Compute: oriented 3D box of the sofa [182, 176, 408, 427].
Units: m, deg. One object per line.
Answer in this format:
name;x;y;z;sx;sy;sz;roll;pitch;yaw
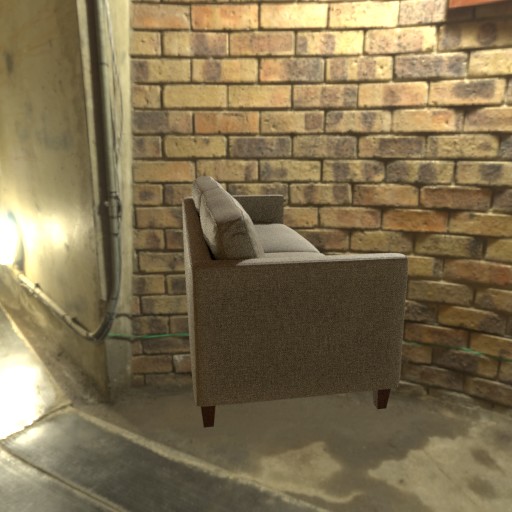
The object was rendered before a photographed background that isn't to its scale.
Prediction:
sofa;0.000;0.000;2.998;0.948;0.951;2.434;-2;14;-10
